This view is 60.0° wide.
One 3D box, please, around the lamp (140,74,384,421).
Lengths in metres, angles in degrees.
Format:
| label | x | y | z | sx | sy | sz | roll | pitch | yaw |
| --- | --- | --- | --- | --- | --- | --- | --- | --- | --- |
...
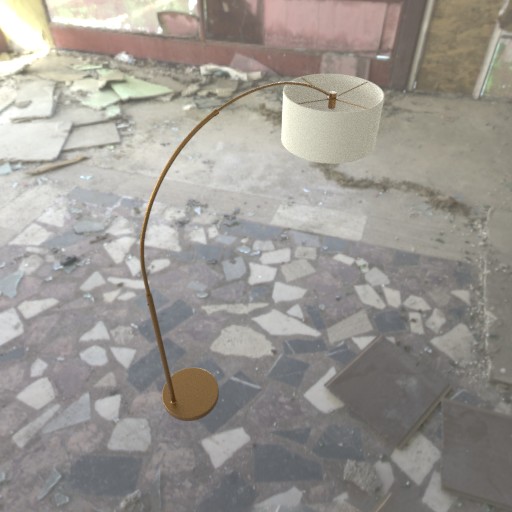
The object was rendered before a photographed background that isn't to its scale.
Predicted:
| label | x | y | z | sx | sy | sz | roll | pitch | yaw |
| --- | --- | --- | --- | --- | --- | --- | --- | --- | --- |
| lamp | 0.000 | 0.000 | 2.540 | 1.434 | 1.927 | 0.493 | -26 | 48 | -26 |
